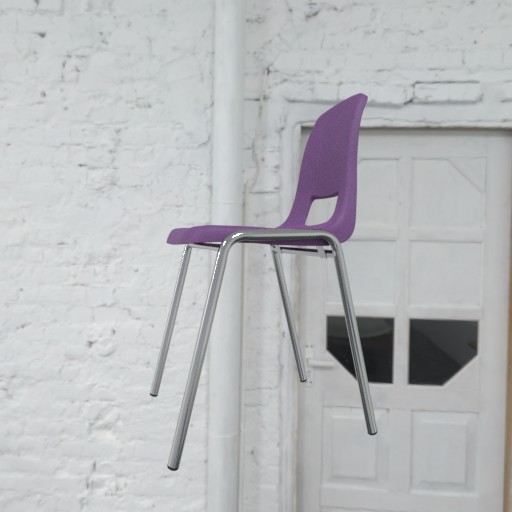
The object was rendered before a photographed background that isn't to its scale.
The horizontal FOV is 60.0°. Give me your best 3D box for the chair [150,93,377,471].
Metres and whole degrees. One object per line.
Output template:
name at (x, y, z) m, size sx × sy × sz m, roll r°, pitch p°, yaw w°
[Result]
chair at (0.000, 0.000, 0.970) m, size 0.432 × 0.704 × 0.381 m, roll -1°, pitch 3°, yaw -18°
